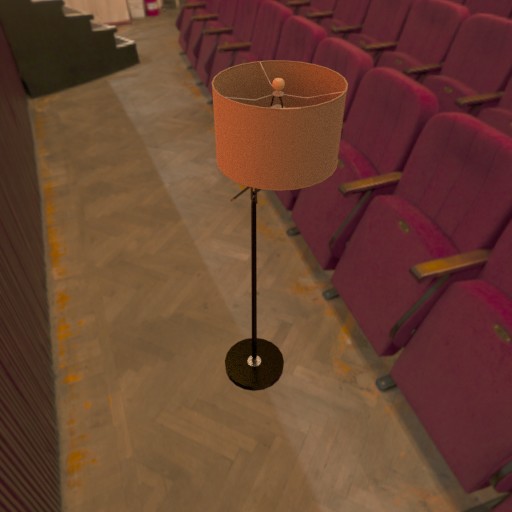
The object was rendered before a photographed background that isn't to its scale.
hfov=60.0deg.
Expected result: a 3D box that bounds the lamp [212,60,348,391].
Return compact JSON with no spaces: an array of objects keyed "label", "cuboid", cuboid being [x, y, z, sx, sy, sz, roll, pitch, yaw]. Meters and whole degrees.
[{"label":"lamp","cuboid":[0.000,0.000,1.909,0.373,1.635,0.809,-11,42,-13]}]
